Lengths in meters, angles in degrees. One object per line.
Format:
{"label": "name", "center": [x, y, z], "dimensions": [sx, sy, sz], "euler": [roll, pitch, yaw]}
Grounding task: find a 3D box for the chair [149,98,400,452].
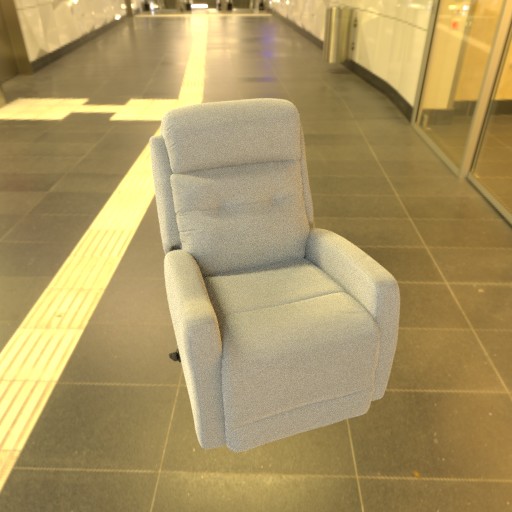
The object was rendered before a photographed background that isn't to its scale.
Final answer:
{"label": "chair", "center": [0.000, 0.000, 1.762], "dimensions": [0.798, 1.013, 1.043], "euler": [-10, 34, -15]}
